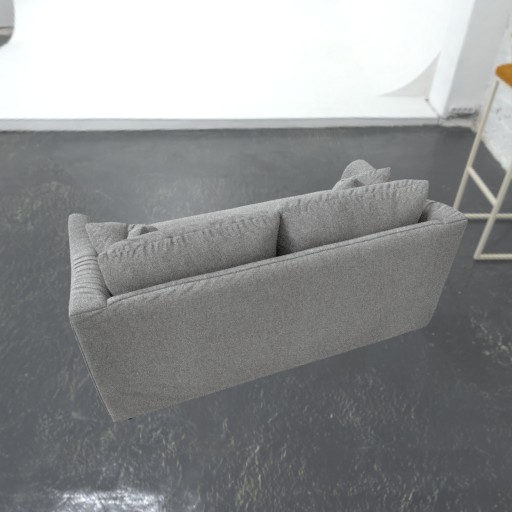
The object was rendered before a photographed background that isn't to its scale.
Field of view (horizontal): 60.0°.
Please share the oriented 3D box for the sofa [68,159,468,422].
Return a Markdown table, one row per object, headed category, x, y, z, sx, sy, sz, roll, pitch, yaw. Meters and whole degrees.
| category | x | y | z | sx | sy | sz | roll | pitch | yaw |
| --- | --- | --- | --- | --- | --- | --- | --- | --- | --- |
| sofa | 0.000 | 0.000 | 2.636 | 2.010 | 1.018 | 1.072 | -13 | 41 | -16 |
